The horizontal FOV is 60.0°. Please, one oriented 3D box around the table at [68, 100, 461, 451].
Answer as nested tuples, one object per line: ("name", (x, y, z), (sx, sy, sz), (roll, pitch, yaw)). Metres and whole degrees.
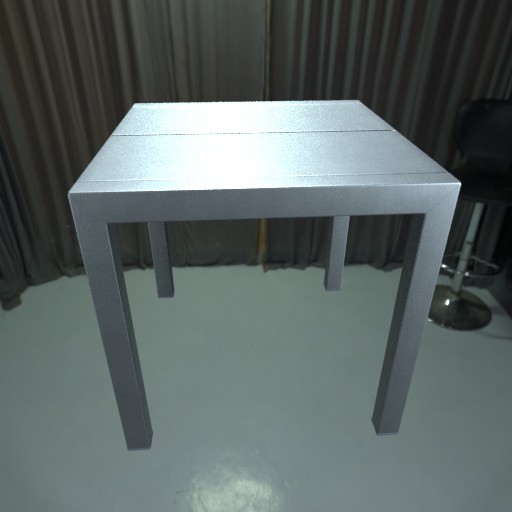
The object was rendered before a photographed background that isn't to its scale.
("table", (0.000, 0.000, 0.912), (0.508, 0.508, 0.508), (-2, 31, -3))
